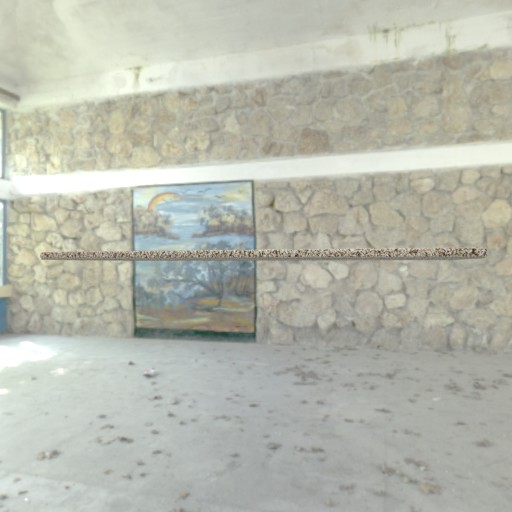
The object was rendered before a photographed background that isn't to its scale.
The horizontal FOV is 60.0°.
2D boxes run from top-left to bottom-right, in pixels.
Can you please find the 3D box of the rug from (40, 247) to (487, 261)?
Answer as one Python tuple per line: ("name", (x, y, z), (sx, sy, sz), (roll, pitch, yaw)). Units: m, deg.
("rug", (0.000, 0.000, 1.732), (1.524, 0.030, 0.609), (0, -1, 17))
